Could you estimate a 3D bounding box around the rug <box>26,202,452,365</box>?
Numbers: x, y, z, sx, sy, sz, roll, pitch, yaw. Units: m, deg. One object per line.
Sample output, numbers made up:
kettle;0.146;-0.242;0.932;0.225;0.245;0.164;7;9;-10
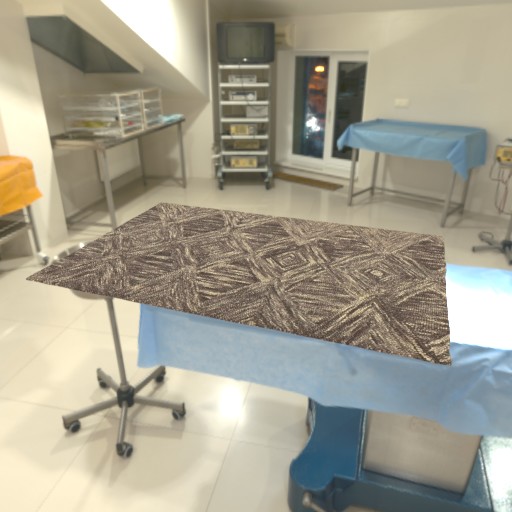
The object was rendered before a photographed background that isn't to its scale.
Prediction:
rug;0.000;0.000;2.255;1.814;0.012;1.186;9;26;18
